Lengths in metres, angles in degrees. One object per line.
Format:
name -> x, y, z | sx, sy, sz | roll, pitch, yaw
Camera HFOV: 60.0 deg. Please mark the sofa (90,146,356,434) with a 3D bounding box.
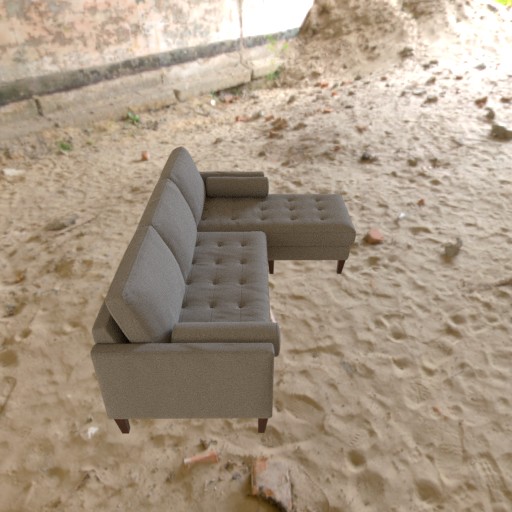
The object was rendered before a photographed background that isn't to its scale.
sofa -> 0.000, 0.000, 2.979 | 1.506, 0.875, 2.178 | 0, 33, 0
